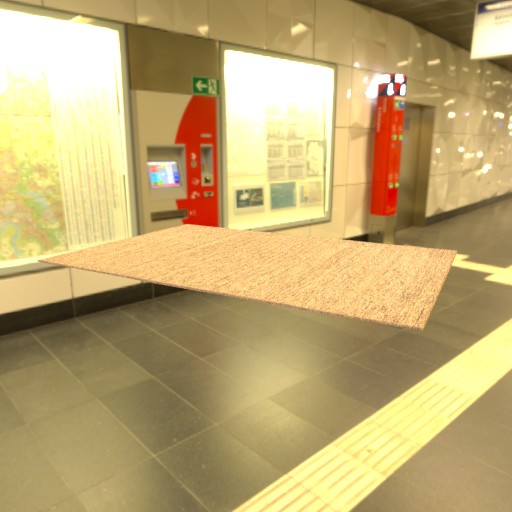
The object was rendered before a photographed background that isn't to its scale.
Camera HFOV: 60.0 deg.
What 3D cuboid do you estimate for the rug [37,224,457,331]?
[{"bbox_3d":[0.000,0.000,2.325,1.840,0.013,1.225,7,16,28],"label":"rug"}]
